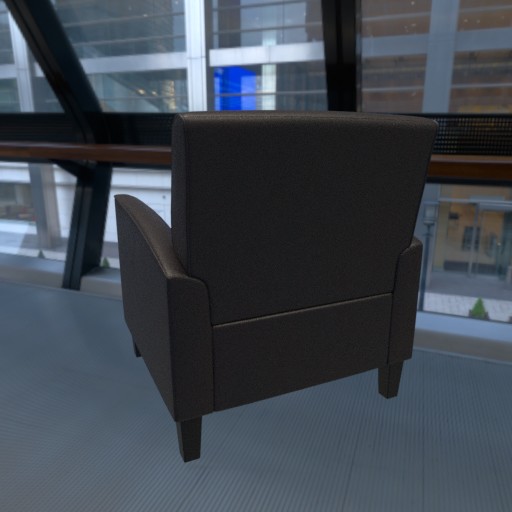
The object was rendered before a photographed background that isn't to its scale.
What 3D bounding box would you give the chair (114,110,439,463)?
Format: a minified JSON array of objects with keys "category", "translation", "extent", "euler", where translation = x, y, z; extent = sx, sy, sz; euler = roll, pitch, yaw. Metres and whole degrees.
[{"category":"chair","translation":[0.000,0.000,1.531],"extent":[0.820,0.916,0.819],"euler":[-7,16,-25]}]
